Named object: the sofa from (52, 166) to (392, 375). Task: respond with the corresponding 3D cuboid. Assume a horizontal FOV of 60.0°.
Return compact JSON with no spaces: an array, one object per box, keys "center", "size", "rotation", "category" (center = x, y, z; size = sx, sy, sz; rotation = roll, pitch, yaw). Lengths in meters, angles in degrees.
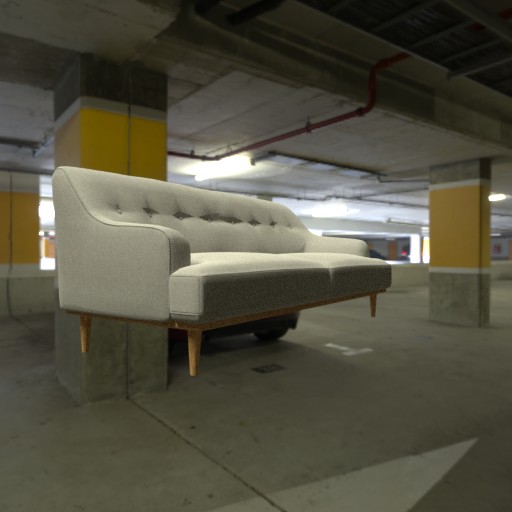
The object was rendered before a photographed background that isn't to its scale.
[{"center":[0.000,0.000,2.619],"size":[0.978,0.871,2.057],"rotation":[0,0,35],"category":"sofa"}]
